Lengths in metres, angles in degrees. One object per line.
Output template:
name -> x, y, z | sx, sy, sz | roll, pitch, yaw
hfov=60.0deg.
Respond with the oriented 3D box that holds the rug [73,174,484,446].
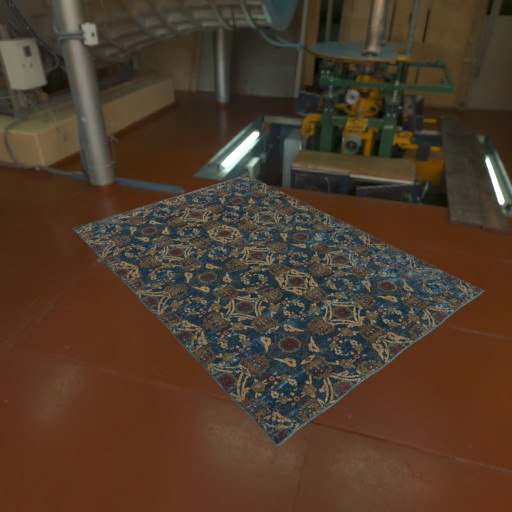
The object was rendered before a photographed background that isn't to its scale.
rug -> 0.000, 0.000, 4.232 | 2.337, 0.013, 3.291 | -24, 40, -32
